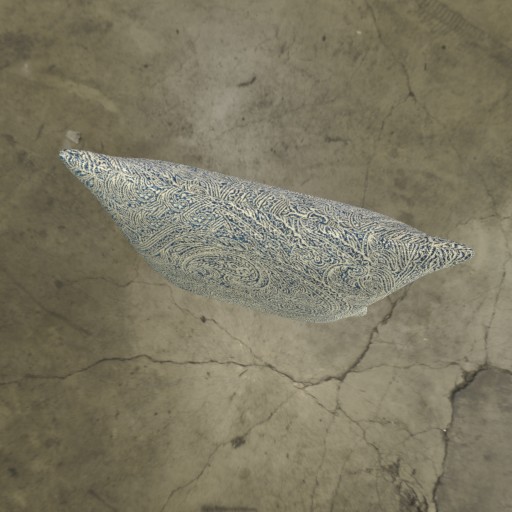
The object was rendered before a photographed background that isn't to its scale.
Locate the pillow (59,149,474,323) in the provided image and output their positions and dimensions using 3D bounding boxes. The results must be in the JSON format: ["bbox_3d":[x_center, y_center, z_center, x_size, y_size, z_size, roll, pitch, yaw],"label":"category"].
[{"bbox_3d":[0.000,0.000,0.774,0.523,0.510,0.166,14,76,4],"label":"pillow"}]
